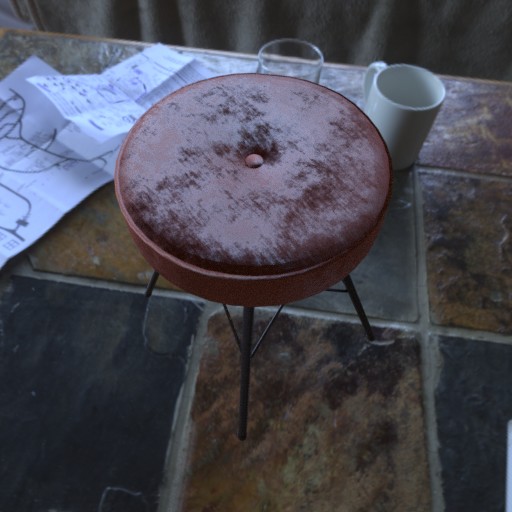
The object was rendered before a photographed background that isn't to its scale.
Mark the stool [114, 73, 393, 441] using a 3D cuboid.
[{"bbox_3d":[0.000,0.000,0.895,0.421,0.593,0.457,-32,63,-18],"label":"stool"}]
